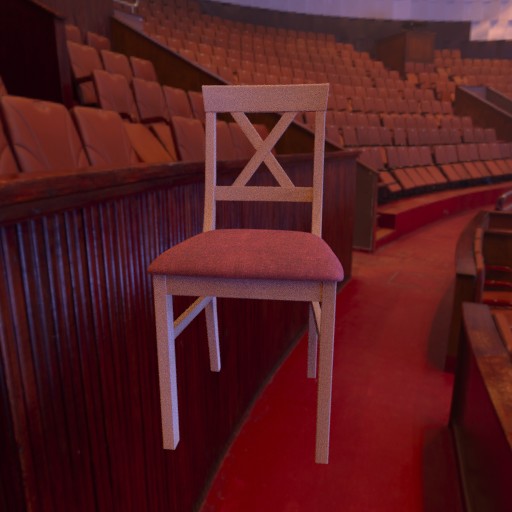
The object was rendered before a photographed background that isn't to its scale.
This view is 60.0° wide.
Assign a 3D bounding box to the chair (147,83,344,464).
[{"bbox_3d":[0.000,0.000,1.189,0.439,0.912,0.492,2,15,7],"label":"chair"}]
